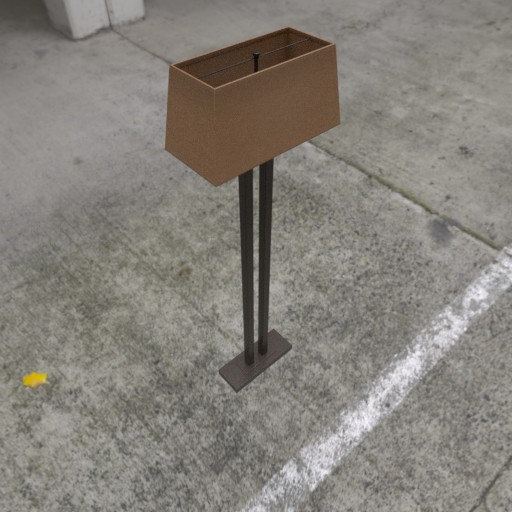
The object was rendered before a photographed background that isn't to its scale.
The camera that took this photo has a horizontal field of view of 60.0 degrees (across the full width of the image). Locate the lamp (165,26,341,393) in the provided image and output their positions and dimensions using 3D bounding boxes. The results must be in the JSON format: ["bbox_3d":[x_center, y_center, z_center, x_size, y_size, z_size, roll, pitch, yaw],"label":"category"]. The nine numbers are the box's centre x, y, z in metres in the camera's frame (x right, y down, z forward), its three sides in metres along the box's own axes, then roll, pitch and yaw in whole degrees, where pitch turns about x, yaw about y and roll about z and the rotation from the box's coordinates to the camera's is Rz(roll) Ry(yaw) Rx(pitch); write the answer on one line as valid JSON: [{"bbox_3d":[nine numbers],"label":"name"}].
[{"bbox_3d":[0.000,0.000,1.642,0.475,1.469,0.233,-32,54,-28],"label":"lamp"}]
